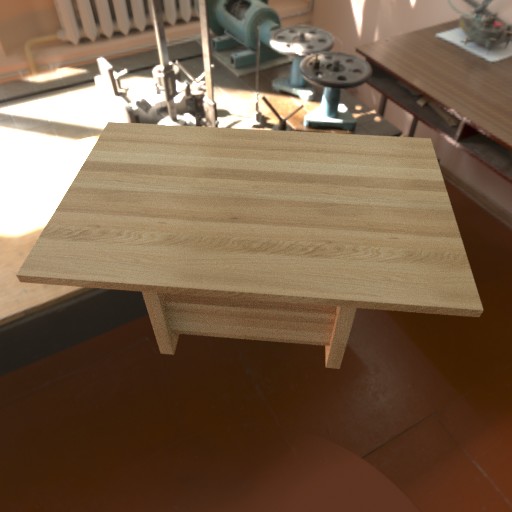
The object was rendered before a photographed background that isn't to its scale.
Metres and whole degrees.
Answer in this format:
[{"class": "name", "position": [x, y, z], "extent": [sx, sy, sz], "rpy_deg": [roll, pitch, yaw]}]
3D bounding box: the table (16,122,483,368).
[{"class": "table", "position": [0.000, 0.000, 1.459], "extent": [1.100, 0.510, 0.700], "rpy_deg": [4, 48, 4]}]
